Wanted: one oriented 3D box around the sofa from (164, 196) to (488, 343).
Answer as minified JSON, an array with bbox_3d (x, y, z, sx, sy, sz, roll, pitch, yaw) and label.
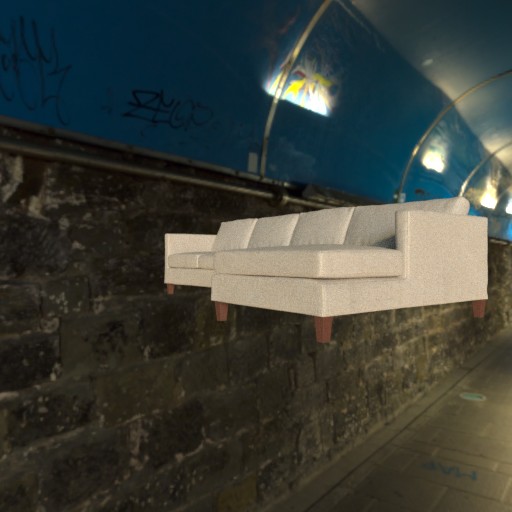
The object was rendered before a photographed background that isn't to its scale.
[{"bbox_3d":[0.000,0.000,3.822,1.625,0.846,3.186,0,0,-37],"label":"sofa"}]
